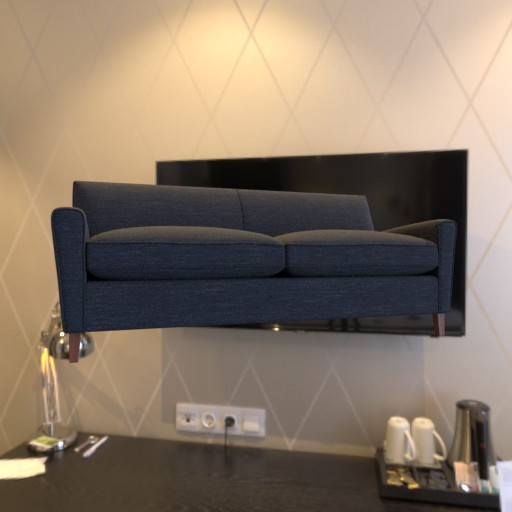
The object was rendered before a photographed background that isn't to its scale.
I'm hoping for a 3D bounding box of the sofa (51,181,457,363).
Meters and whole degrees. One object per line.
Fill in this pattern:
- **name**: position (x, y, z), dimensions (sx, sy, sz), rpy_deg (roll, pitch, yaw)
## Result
- **sofa**: position (0.000, 0.000, 2.432), dimensions (1.976, 0.846, 0.875), rpy_deg (0, 0, -19)
